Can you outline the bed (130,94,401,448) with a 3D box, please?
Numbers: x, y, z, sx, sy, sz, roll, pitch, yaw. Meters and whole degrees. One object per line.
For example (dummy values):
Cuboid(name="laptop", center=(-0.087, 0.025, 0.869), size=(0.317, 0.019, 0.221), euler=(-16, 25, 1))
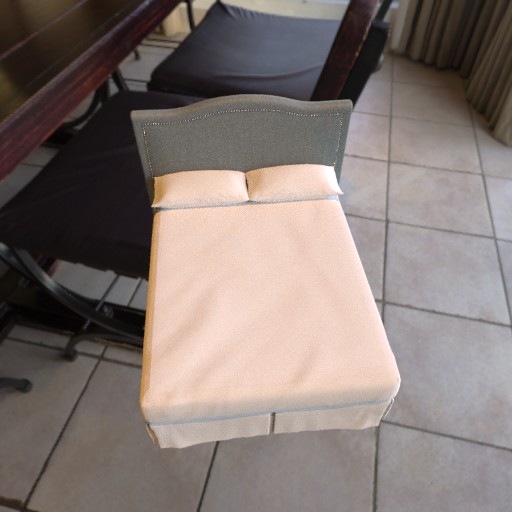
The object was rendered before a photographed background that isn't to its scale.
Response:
Cuboid(name="bed", center=(0.000, 0.000, 3.271), size=(1.753, 1.460, 2.143), euler=(-4, 48, -4))
